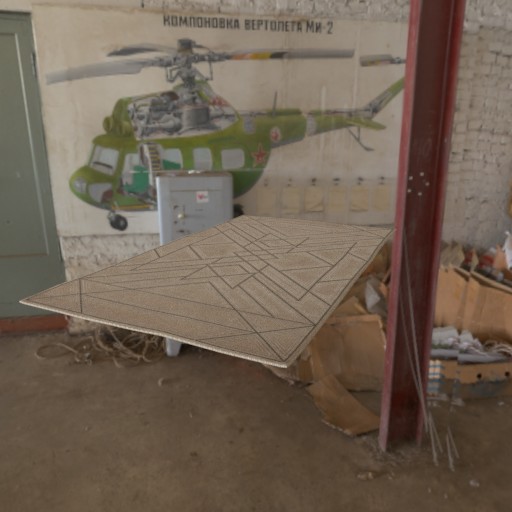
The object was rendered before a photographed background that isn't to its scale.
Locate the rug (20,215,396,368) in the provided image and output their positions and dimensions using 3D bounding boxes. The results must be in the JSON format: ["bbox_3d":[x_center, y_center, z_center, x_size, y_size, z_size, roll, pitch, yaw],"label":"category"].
[{"bbox_3d":[0.000,0.000,1.048,0.511,0.008,0.869,8,18,25],"label":"rug"}]
